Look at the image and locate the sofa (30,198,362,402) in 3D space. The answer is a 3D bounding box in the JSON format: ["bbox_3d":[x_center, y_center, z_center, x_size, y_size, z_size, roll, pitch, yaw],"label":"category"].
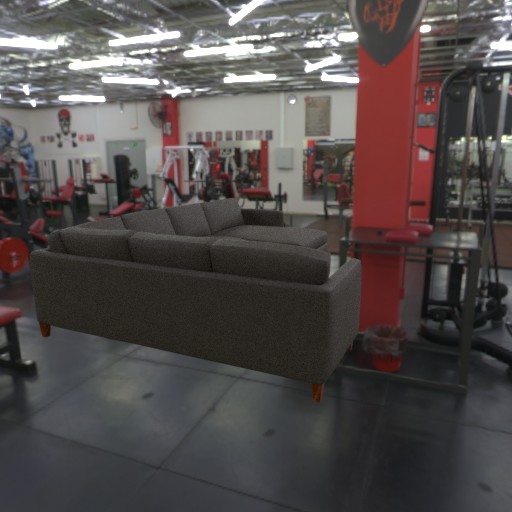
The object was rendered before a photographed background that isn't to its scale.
[{"bbox_3d":[0.000,0.000,4.695,2.594,0.961,3.460,6,14,24],"label":"sofa"}]
